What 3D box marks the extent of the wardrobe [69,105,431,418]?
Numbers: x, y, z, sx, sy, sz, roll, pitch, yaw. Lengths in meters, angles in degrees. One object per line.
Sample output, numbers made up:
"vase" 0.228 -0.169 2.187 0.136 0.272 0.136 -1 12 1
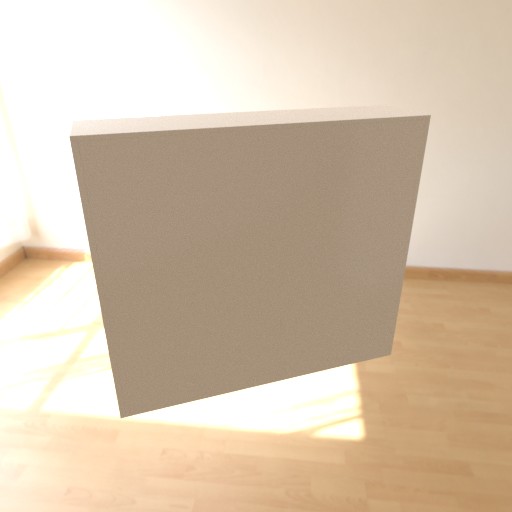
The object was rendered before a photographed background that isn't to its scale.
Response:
"wardrobe" 0.000 0.000 1.979 1.340 1.200 0.360 -8 27 -17
